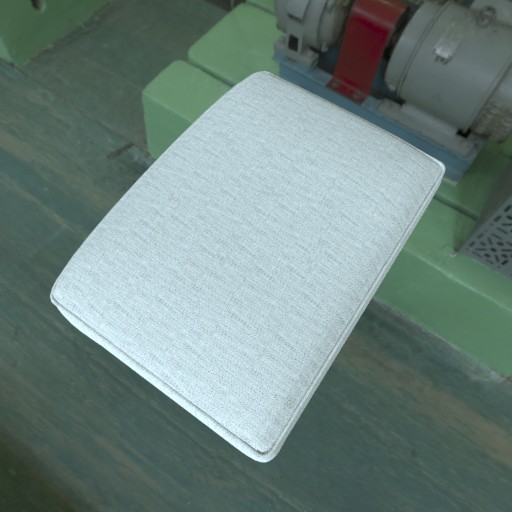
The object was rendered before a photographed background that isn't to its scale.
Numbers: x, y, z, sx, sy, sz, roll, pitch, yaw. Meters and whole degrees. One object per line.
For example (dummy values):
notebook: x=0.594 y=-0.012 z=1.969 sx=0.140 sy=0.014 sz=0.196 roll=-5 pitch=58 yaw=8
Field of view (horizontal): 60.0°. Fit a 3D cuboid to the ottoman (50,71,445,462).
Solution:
ottoman: x=0.000 y=0.000 z=1.133 sx=0.594 sy=0.465 sz=0.794 roll=32 pitch=69 yaw=14
